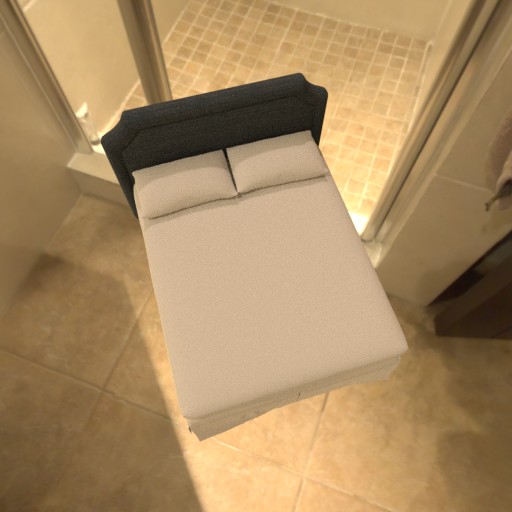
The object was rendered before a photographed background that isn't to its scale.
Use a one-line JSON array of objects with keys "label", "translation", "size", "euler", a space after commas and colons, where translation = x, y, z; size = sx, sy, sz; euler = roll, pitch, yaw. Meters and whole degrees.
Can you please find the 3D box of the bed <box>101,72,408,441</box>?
[{"label": "bed", "translation": [0.000, 0.000, 3.390], "size": [1.828, 1.297, 2.208], "euler": [-15, 65, -7]}]
